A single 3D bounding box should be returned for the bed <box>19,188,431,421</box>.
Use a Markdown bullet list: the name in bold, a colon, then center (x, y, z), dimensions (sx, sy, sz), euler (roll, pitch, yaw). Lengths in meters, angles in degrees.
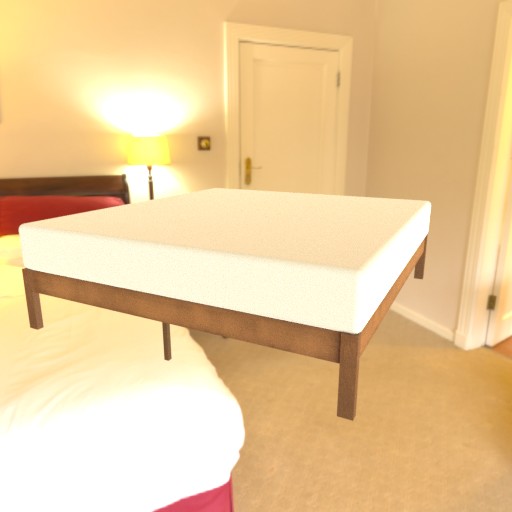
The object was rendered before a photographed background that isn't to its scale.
- **bed**: center (0.000, 0.000, 2.971), dimensions (1.930, 0.616, 2.049), euler (8, 17, 26)
